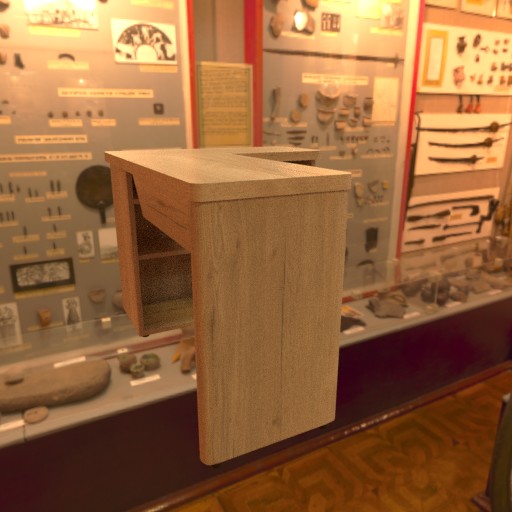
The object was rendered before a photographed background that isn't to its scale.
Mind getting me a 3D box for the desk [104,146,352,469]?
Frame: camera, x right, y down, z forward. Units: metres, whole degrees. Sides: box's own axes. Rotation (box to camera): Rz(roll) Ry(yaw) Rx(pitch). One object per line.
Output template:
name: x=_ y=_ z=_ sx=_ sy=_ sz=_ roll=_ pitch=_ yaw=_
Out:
desk: x=0.000 y=0.000 z=1.741 sx=0.900 sy=0.760 sz=1.169 roll=-8 pitch=19 yaw=-26
